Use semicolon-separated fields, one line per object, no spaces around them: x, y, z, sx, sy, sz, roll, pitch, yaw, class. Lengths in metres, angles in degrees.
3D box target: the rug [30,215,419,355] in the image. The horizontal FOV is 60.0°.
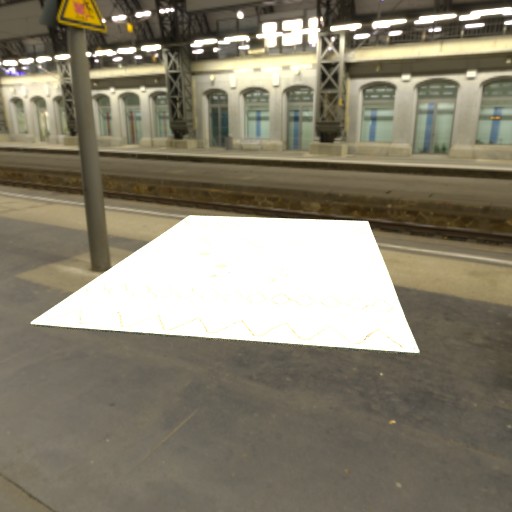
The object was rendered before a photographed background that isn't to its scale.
0.000;0.000;2.251;1.260;0.009;1.820;3;17;9;rug
